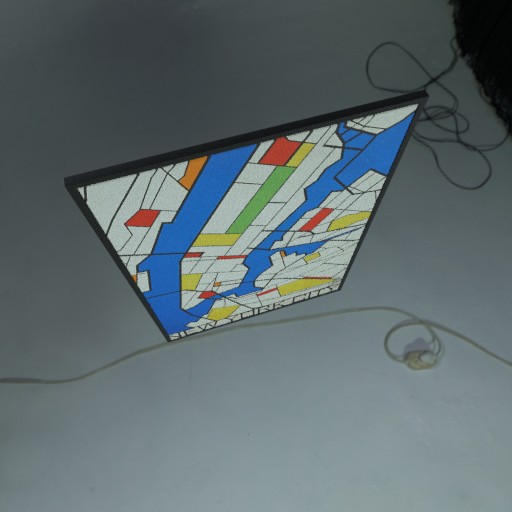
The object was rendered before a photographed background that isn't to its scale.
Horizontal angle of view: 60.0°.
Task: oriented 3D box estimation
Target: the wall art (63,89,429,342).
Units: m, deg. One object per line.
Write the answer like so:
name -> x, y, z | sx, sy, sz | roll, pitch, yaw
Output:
wall art -> 0.000, 0.000, 0.827 | 0.457, 0.657, 0.013 | -16, 65, -8
